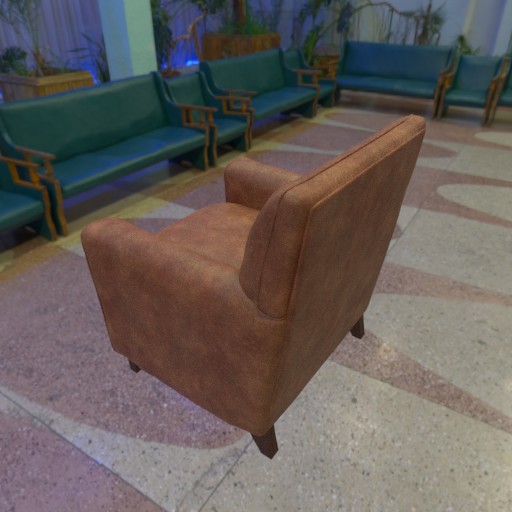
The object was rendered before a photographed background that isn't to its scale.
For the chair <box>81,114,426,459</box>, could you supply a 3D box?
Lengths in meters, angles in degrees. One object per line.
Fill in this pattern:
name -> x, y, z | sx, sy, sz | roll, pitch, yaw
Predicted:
chair -> 0.000, 0.000, 1.589 | 0.823, 0.943, 0.870 | 20, 36, 30
